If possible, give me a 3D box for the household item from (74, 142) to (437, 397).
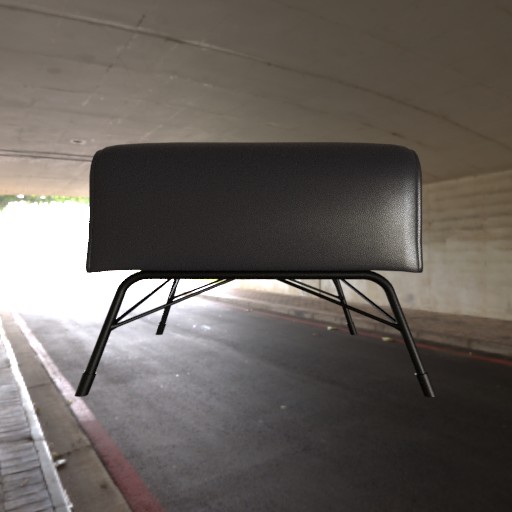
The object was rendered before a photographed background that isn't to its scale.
[{"bbox_3d":[0.000,0.000,0.906,0.530,0.410,0.530,0,0,0],"label":"household item"}]
